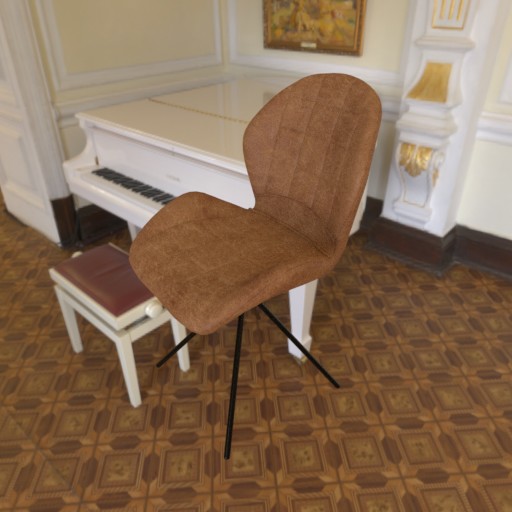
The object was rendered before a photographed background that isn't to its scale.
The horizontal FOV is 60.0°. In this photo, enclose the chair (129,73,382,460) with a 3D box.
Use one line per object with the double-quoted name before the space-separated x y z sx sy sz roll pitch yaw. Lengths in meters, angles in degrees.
"chair" 0.000 0.000 1.278 0.640 0.929 0.527 -21 37 -30
